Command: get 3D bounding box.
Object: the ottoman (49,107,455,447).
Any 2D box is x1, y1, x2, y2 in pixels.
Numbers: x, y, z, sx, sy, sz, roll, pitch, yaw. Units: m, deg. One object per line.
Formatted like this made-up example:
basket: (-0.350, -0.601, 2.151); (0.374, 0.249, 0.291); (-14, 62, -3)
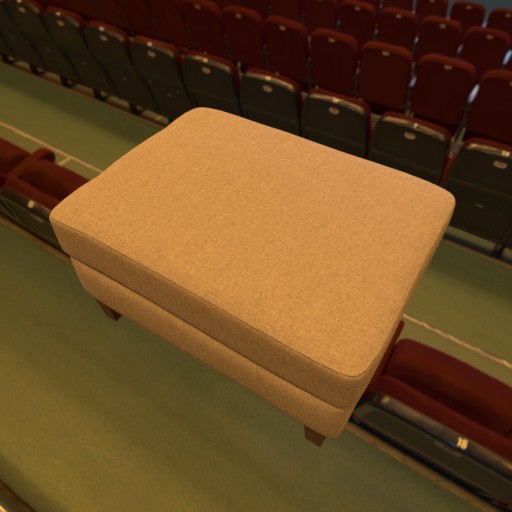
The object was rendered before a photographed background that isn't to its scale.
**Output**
ottoman: (0.000, 0.000, 1.318); (0.898, 0.519, 0.677); (25, 53, 21)
